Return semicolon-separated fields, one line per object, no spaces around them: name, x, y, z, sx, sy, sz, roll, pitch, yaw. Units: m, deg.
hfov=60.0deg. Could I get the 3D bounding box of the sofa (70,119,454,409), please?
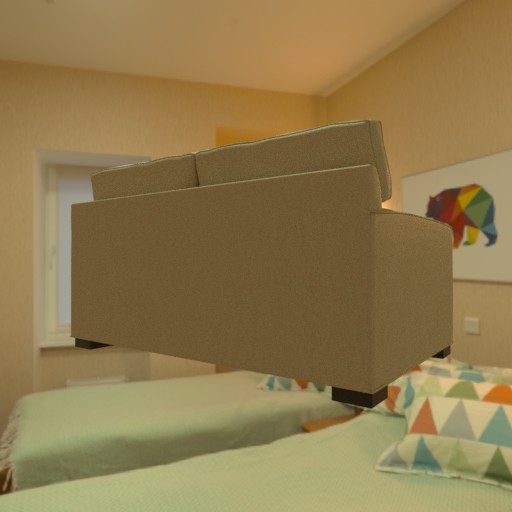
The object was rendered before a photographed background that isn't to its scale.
sofa;0.000;0.000;2.016;1.484;0.853;0.942;0;0;36
